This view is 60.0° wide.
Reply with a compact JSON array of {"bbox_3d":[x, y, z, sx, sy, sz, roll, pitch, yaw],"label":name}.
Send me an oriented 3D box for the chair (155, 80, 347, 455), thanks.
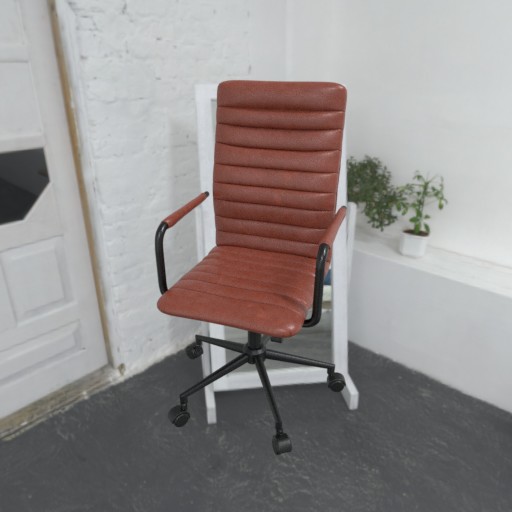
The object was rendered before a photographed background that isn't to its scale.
[{"bbox_3d":[0.000,0.000,1.358,0.608,0.979,0.580,9,26,18],"label":"chair"}]
